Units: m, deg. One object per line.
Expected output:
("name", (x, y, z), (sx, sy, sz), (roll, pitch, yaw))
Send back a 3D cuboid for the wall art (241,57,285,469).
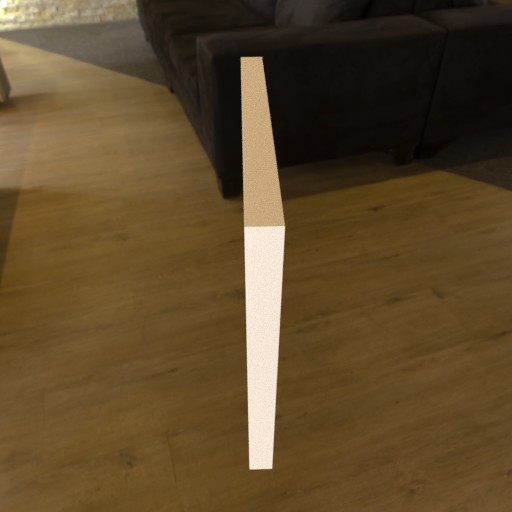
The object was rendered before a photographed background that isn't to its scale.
("wall art", (0.000, 0.000, 0.771), (0.038, 0.508, 0.507), (-1, 41, -1))
